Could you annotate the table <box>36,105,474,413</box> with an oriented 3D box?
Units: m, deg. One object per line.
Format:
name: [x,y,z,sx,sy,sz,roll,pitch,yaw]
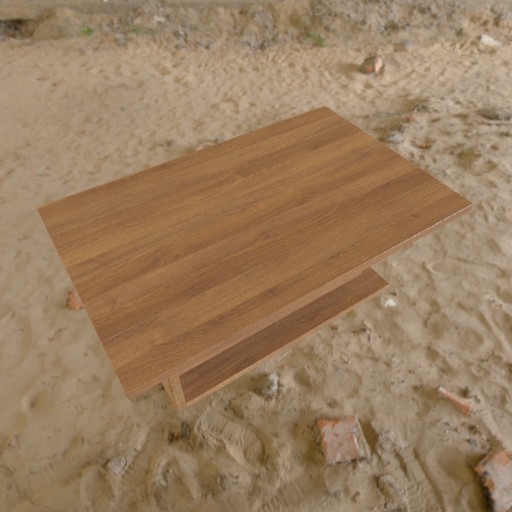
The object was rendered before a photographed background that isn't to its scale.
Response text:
table: [0.000,0.000,1.481,1.100,0.442,0.700,-26,52,-22]
